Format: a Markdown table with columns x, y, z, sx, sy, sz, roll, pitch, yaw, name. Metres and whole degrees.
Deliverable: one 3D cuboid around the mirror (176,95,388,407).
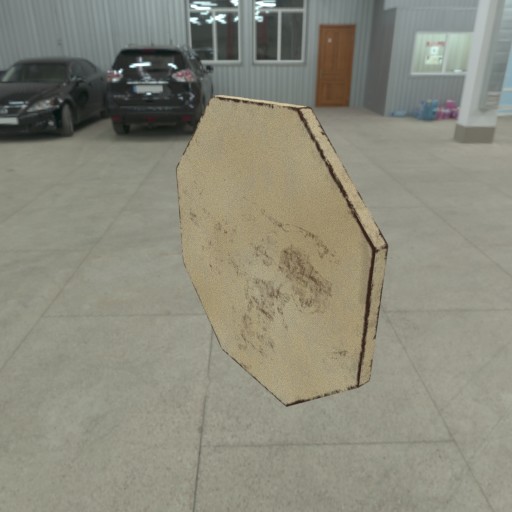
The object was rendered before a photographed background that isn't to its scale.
| x | y | z | sx | sy | sz | roll | pitch | yaw | name |
| --- | --- | --- | --- | --- | --- | --- | --- | --- | --- |
| 0.000 | 0.000 | 0.974 | 0.031 | 0.648 | 0.648 | -18 | 30 | -33 | mirror |
